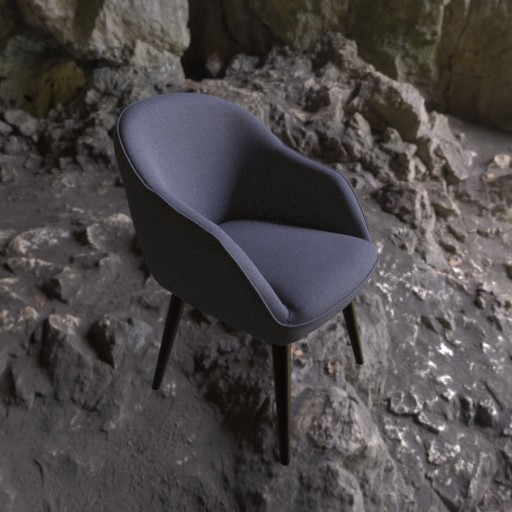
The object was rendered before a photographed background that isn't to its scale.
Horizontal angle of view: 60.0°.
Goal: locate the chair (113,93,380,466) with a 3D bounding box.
[{"bbox_3d":[0.000,0.000,1.224,0.611,0.810,0.589,17,30,31],"label":"chair"}]
